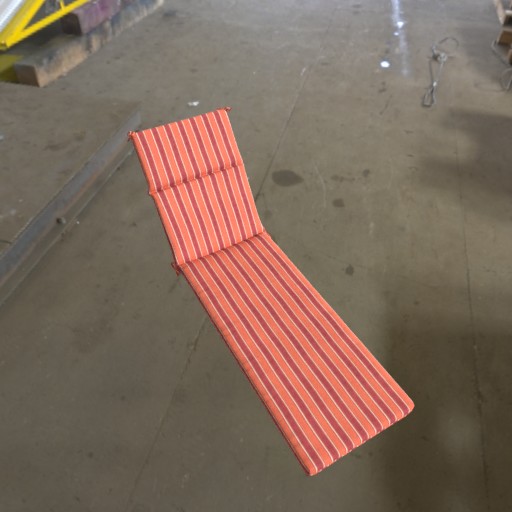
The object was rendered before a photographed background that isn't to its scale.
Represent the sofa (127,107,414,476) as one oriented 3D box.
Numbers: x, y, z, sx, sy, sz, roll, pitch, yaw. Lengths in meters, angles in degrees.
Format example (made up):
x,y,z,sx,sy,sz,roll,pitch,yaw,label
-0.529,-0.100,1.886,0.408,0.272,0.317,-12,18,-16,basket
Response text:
x,y,z,sx,sy,sz,roll,pitch,yaw,label
0.000,0.000,1.993,0.582,0.622,1.663,-23,50,-20,sofa
